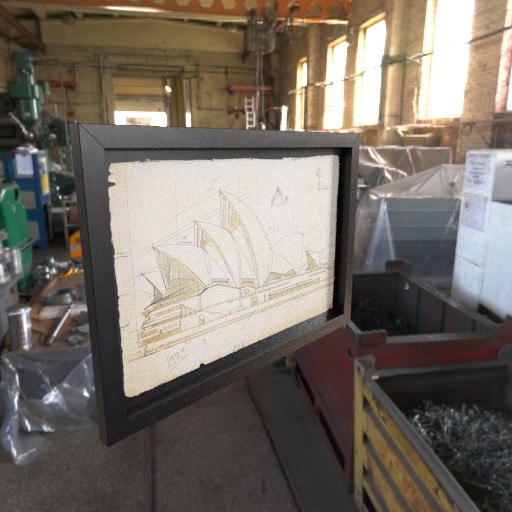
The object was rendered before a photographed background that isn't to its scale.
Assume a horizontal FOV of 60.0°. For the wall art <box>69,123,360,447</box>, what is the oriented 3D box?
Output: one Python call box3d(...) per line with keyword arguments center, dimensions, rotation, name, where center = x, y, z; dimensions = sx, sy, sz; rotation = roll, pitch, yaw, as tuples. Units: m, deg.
box3d(center=(0.000, 0.000, 0.836), dimensions=(0.027, 0.458, 0.657), rotation=(13, 19, 42), name="wall art")
